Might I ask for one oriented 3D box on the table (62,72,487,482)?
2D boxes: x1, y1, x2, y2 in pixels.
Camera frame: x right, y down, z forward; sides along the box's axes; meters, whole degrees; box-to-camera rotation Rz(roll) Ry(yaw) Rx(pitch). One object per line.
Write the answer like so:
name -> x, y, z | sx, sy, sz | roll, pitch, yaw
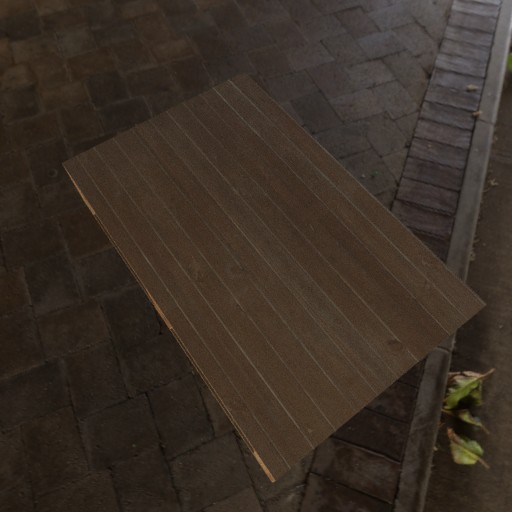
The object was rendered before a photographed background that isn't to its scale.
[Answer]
table -> 0.000, 0.000, 1.689 | 0.827, 0.413, 1.299 | -33, 67, -16
